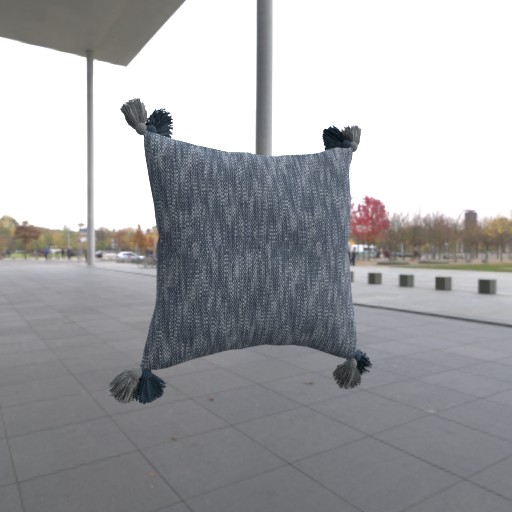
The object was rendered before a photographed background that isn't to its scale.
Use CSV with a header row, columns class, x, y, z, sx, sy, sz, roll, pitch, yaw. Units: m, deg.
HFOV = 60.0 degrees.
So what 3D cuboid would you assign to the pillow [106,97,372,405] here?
class,x,y,z,sx,sy,sz,roll,pitch,yaw
pillow,0.000,0.000,0.949,0.614,0.634,0.138,0,1,-18
